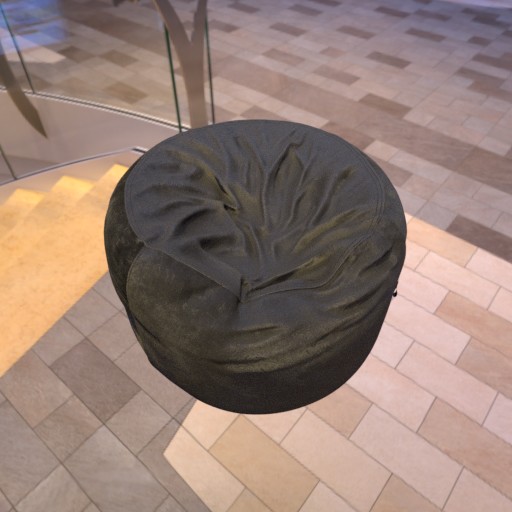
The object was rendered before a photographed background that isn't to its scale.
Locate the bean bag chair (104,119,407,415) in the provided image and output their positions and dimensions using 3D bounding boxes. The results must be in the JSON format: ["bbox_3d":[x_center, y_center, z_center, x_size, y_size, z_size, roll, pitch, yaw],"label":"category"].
[{"bbox_3d":[0.000,0.000,1.476,0.918,0.605,0.918,0,47,0],"label":"bean bag chair"}]
